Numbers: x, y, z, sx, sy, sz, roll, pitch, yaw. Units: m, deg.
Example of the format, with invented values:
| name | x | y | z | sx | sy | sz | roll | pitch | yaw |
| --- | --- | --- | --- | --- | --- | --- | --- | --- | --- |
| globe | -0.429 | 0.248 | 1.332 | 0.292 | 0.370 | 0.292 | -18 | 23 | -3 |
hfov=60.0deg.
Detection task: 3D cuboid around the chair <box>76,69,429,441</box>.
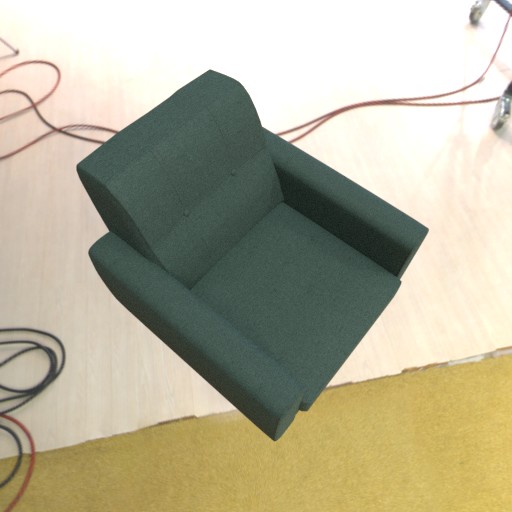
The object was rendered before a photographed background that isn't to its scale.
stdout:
| name | x | y | z | sx | sy | sz | roll | pitch | yaw |
| --- | --- | --- | --- | --- | --- | --- | --- | --- | --- |
| chair | 0.000 | 0.000 | 1.587 | 0.909 | 0.841 | 0.831 | 36 | 66 | 19 |
